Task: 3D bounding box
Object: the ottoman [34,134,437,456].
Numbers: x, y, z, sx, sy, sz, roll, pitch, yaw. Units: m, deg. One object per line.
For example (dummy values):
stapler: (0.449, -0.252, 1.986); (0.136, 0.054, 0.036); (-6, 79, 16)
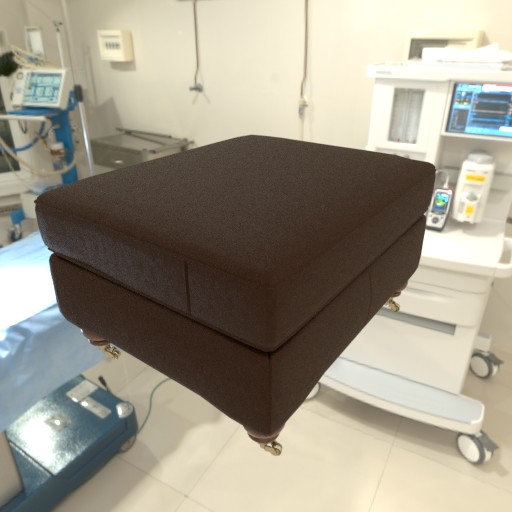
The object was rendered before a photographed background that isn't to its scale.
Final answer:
ottoman: (0.000, 0.000, 1.742); (0.967, 0.730, 1.187); (19, 32, 32)
